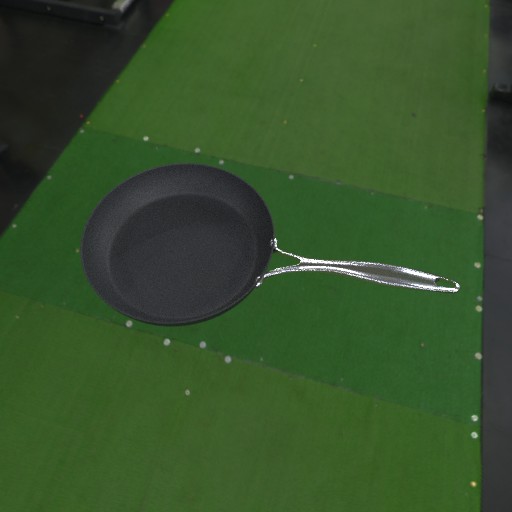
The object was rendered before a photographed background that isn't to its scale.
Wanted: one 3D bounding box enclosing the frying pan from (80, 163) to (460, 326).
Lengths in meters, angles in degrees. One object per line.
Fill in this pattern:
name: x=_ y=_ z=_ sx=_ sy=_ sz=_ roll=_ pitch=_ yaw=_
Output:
frying pan: x=0.000 y=0.000 z=0.568 sx=0.472 sy=0.105 sz=0.255 roll=16 pitch=60 yaw=10
